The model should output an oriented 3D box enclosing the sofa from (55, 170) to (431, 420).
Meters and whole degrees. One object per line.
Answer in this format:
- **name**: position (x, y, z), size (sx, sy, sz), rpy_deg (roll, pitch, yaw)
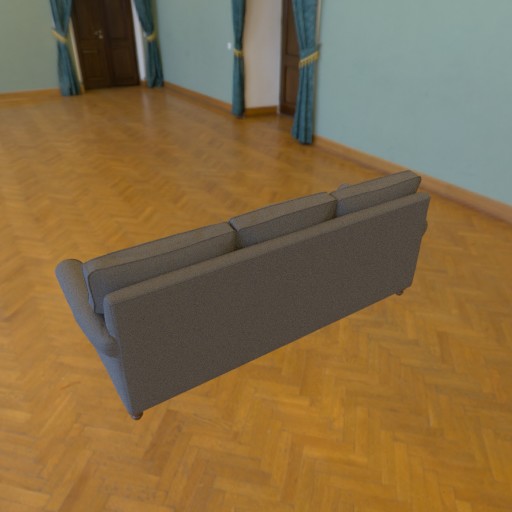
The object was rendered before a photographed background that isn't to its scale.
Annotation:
- **sofa**: position (0.000, 0.000, 2.913), size (2.353, 0.948, 0.966), rpy_deg (-19, 35, -28)
